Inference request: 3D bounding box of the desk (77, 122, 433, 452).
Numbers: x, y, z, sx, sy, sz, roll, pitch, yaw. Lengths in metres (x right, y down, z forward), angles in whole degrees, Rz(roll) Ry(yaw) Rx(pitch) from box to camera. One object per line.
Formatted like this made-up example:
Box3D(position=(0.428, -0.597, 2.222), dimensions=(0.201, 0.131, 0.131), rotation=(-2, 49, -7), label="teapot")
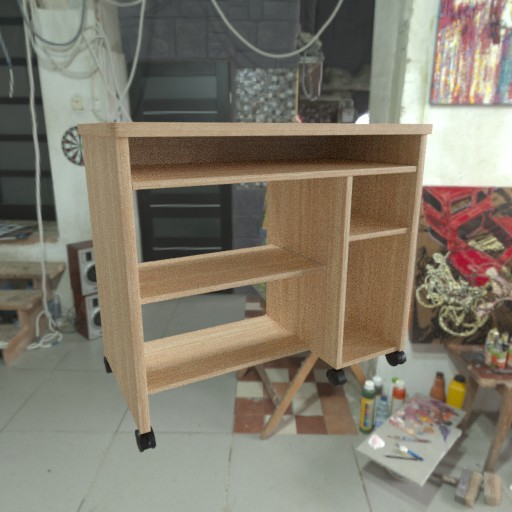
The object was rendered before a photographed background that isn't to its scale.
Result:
Box3D(position=(0.000, 0.000, 1.349), dimensions=(0.884, 0.770, 0.480), rotation=(-9, 18, -27), label="desk")
